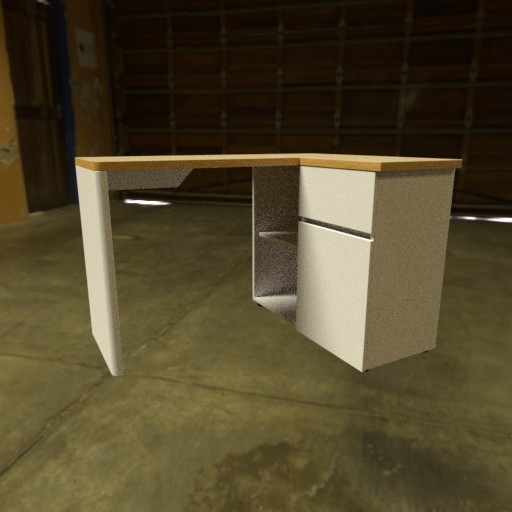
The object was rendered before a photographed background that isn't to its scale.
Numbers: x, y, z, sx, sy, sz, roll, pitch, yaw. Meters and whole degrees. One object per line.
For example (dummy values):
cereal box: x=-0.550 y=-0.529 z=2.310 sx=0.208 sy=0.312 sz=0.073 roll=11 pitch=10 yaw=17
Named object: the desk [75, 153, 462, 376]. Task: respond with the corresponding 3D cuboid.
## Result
desk: x=0.000 y=0.000 z=1.766 sx=1.170 sy=0.760 sz=0.900 roll=-8 pitch=17 yaw=-28
